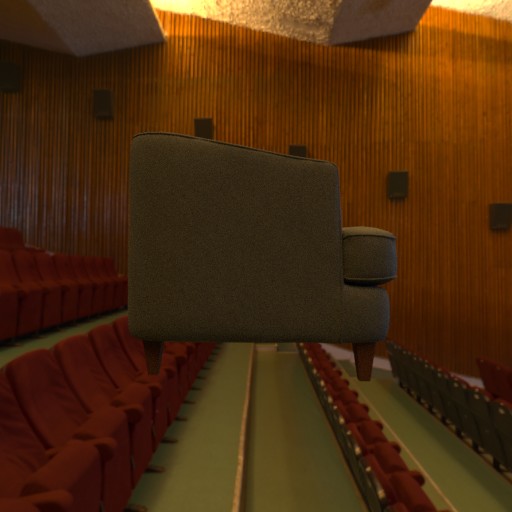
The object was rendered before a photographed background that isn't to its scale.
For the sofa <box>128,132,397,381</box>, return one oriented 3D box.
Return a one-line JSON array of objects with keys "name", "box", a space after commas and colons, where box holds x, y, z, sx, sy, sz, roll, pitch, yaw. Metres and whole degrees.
[{"name": "sofa", "box": [0.000, 0.000, 2.249, 0.941, 0.855, 1.733, 0, -2, 0]}]
